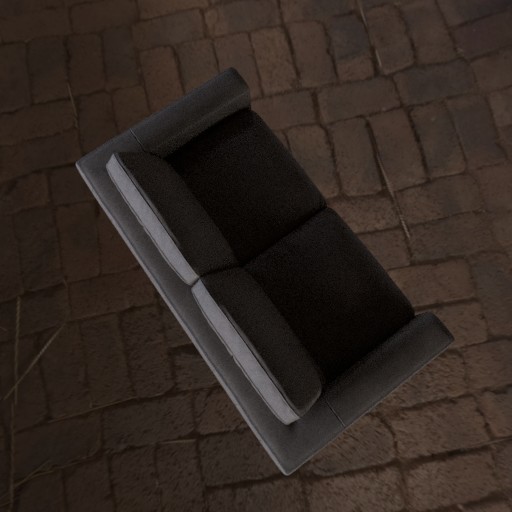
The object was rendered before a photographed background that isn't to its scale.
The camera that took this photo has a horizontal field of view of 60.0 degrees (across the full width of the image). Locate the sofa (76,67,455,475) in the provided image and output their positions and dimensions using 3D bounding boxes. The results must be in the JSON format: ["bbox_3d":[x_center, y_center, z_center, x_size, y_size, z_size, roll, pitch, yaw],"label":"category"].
[{"bbox_3d":[0.000,0.000,2.421,1.070,0.800,1.920,-35,79,-8],"label":"sofa"}]
